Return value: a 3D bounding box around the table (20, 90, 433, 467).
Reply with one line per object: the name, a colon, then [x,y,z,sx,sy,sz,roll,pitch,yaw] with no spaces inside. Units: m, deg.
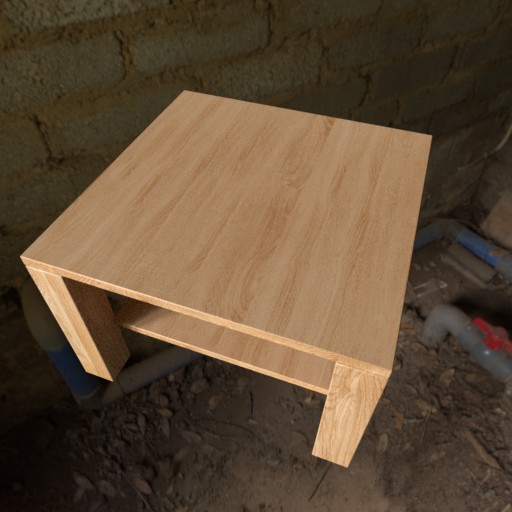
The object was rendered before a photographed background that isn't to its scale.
table: [0.000,0.000,1.147,0.700,0.450,0.700,15,49,13]
